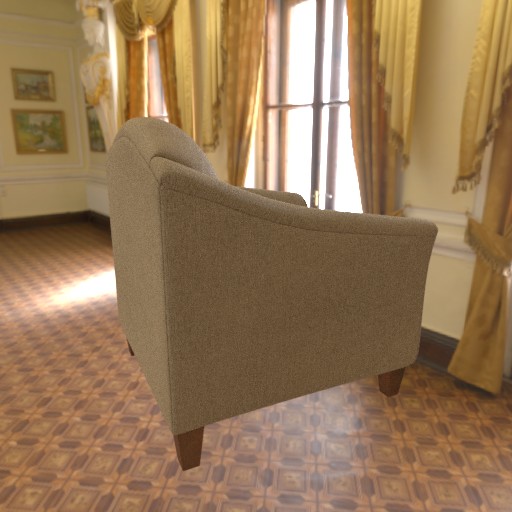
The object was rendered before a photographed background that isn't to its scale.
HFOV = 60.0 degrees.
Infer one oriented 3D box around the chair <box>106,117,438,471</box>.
[{"bbox_3d":[0.000,0.000,1.421,0.787,0.839,0.763,-7,16,-25],"label":"chair"}]
